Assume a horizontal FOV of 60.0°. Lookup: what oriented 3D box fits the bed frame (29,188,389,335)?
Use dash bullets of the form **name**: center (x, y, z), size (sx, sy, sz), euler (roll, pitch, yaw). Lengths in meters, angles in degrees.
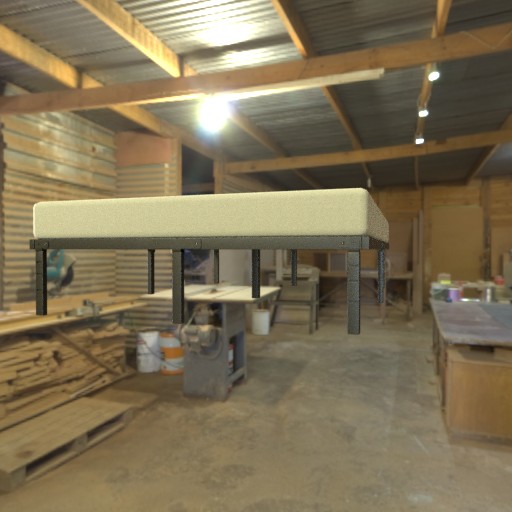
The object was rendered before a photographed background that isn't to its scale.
- **bed frame**: center (0.000, 0.000, 3.579), size (1.990, 0.680, 2.635), euler (0, 1, 19)
